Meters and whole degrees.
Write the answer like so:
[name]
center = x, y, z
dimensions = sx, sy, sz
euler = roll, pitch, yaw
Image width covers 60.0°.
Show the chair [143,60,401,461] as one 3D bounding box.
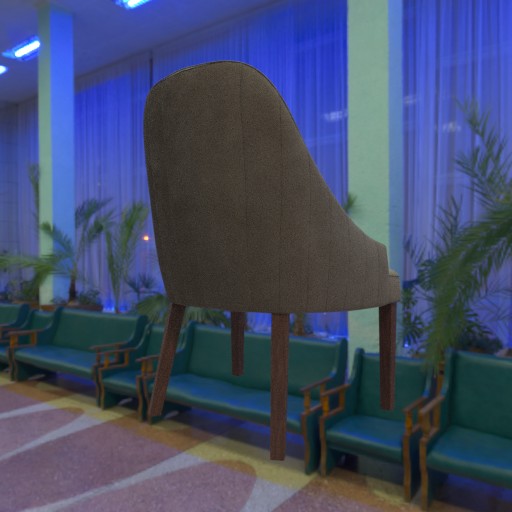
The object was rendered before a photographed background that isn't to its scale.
[chair]
center = 0.000, 0.000, 1.260
dimensions = 0.643, 0.889, 0.575
euler = 0, 1, 38
